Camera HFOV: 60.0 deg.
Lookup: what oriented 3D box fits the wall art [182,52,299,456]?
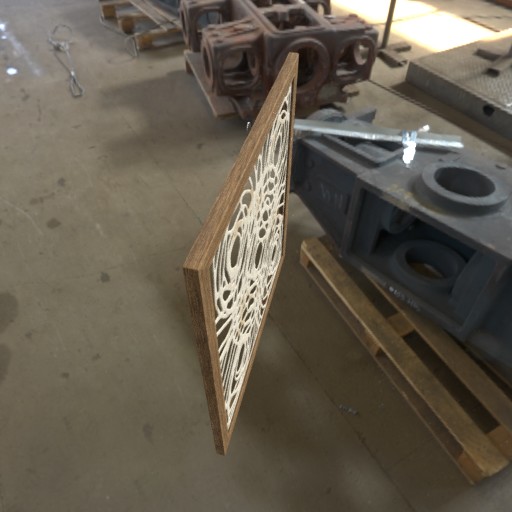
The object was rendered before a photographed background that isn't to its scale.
[{"bbox_3d":[0.000,0.000,0.853,0.021,0.576,0.561,11,48,10],"label":"wall art"}]
